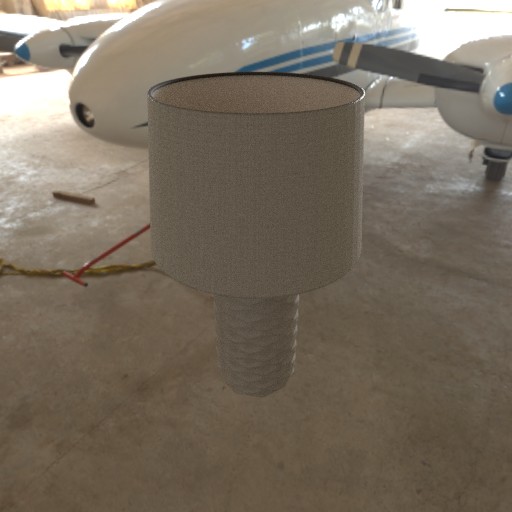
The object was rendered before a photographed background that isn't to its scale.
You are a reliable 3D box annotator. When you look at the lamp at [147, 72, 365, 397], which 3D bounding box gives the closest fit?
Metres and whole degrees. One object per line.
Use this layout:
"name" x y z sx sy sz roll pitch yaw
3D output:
"lamp" 0.000 0.000 0.827 0.376 0.594 0.376 0 31 0
